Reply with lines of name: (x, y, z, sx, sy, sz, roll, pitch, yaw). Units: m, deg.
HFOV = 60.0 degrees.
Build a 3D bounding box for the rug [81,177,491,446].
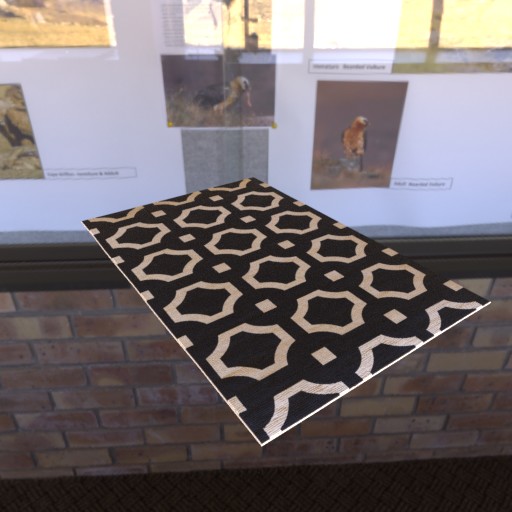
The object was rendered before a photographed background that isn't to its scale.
rug: (0.000, 0.000, 2.855, 1.555, 0.016, 2.286, -20, 36, -29)
